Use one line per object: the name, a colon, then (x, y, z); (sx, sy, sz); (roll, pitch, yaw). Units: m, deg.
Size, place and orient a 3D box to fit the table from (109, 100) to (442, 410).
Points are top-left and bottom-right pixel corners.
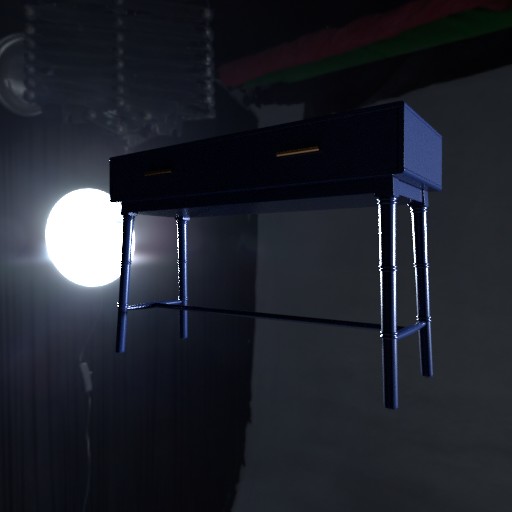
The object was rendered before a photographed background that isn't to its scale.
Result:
table: (0.000, 0.000, 1.523); (1.118, 0.749, 0.399); (0, 1, 35)
